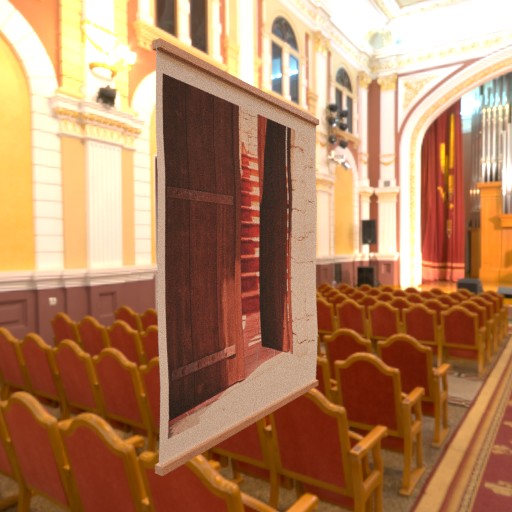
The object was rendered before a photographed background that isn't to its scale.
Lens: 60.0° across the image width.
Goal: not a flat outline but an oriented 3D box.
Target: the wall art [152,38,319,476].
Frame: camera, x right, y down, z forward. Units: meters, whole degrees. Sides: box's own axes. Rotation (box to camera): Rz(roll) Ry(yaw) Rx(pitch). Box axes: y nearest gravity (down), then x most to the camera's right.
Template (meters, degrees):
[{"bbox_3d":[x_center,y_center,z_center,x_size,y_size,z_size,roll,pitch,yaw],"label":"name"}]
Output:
[{"bbox_3d":[0.000,0.000,0.684,0.013,0.508,0.406,1,2,34],"label":"wall art"}]
